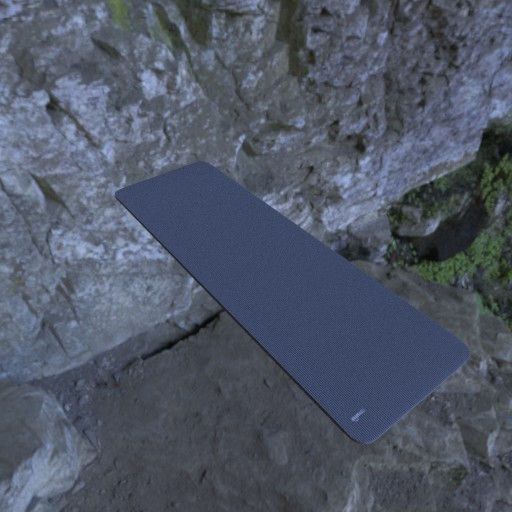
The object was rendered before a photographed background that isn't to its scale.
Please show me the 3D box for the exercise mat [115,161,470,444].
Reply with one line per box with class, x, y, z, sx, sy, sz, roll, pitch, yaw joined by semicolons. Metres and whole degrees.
exercise mat;0.000;0.000;2.075;0.616;0.021;1.884;-27;47;-28
